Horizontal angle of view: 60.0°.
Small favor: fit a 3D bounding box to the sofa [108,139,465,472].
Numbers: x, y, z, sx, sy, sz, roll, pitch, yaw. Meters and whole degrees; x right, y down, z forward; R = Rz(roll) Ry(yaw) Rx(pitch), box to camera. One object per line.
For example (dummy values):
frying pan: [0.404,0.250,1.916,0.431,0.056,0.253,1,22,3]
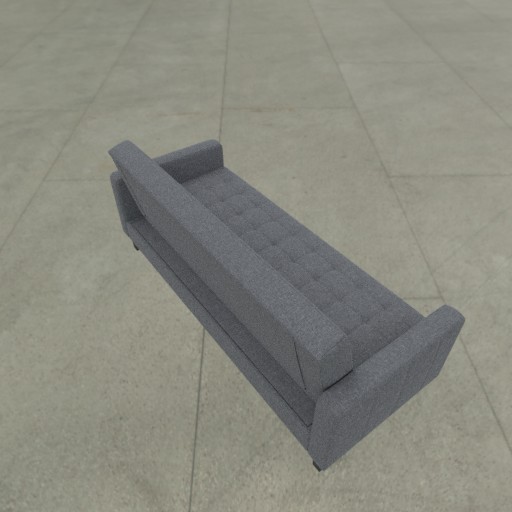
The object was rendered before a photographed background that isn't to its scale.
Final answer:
sofa: [0.000,0.000,2.448,0.810,0.850,2.040,-27,49,-26]
